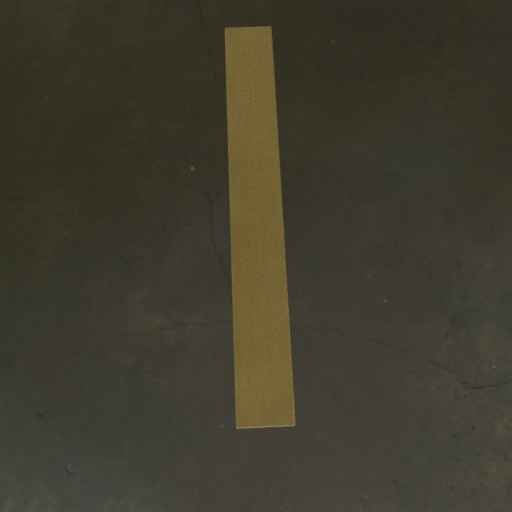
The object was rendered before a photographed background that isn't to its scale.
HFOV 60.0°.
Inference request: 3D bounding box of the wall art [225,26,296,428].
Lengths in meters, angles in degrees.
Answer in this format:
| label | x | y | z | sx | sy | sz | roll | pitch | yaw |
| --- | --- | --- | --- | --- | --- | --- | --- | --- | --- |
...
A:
| label | x | y | z | sx | sy | sz | roll | pitch | yaw |
| --- | --- | --- | --- | --- | --- | --- | --- | --- | --- |
| wall art | 0.000 | 0.000 | 0.468 | 0.038 | 0.305 | 0.305 | -2 | 75 | -1 |
